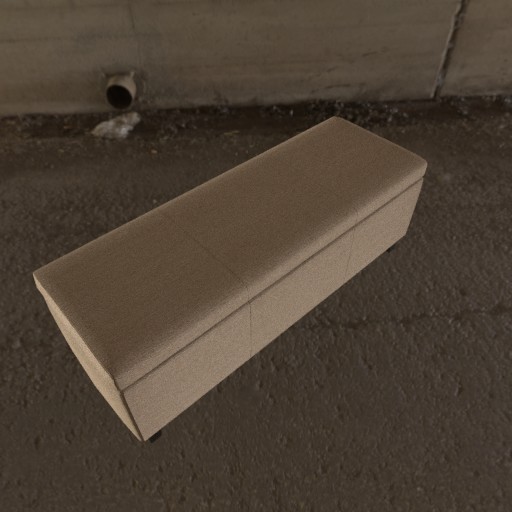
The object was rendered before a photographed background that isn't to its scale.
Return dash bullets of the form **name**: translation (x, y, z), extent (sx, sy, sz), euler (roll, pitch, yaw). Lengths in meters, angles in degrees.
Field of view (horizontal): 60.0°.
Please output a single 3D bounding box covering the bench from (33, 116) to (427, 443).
- **bench**: translation (0.000, 0.000, 1.515), extent (1.269, 0.438, 0.446), euler (-33, 55, -28)
